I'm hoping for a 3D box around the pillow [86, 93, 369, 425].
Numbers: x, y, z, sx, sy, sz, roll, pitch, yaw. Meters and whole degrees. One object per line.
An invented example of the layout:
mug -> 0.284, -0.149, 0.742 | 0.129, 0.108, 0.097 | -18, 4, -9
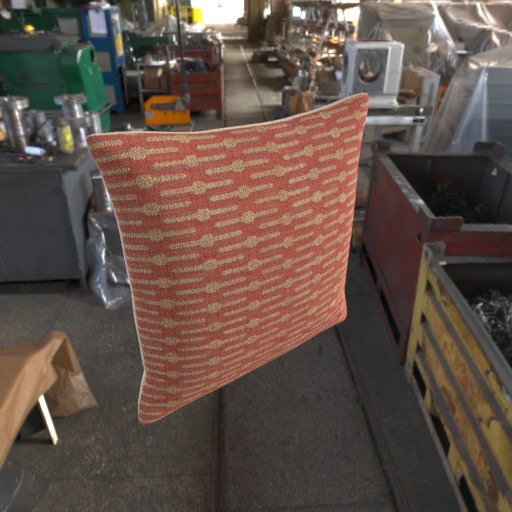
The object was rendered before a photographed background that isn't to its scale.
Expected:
pillow -> 0.000, 0.000, 0.785 | 0.511, 0.503, 0.182 | -20, 36, -31
